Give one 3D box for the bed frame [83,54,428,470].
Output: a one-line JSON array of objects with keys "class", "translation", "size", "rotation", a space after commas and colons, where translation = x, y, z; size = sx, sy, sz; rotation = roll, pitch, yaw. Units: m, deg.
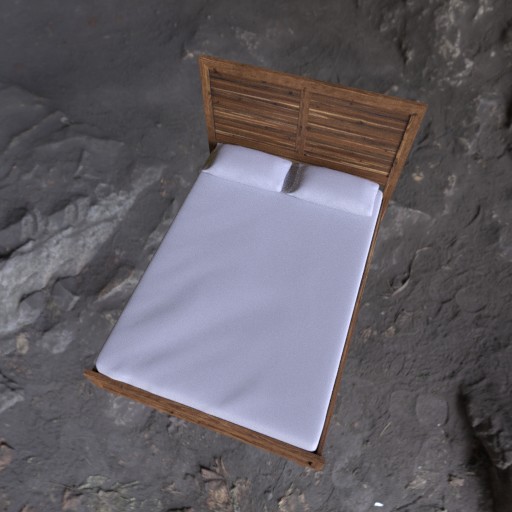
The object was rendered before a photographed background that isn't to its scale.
[{"class": "bed frame", "translation": [0.000, 0.000, 3.225], "size": [1.696, 1.417, 2.276], "rotation": [17, 60, 10]}]
